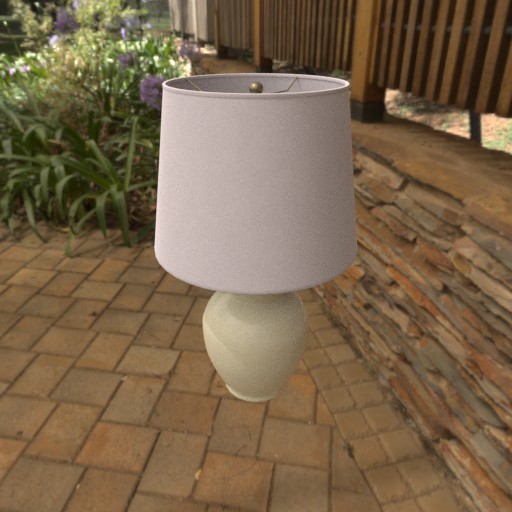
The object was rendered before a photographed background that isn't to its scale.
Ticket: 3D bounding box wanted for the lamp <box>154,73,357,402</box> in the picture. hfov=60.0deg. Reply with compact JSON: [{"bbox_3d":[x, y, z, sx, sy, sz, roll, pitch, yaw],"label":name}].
[{"bbox_3d":[0.000,0.000,0.543,0.239,0.399,0.239,0,27,0],"label":"lamp"}]
